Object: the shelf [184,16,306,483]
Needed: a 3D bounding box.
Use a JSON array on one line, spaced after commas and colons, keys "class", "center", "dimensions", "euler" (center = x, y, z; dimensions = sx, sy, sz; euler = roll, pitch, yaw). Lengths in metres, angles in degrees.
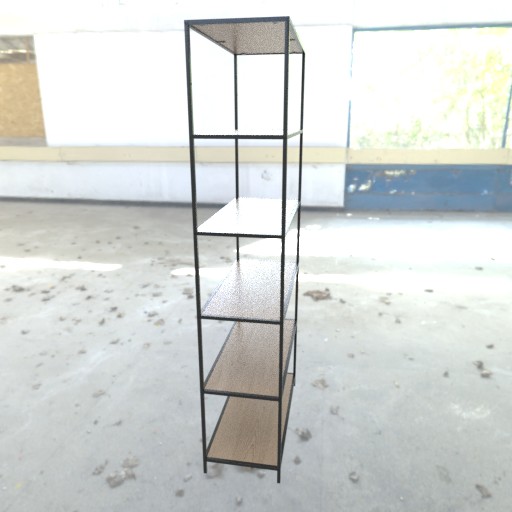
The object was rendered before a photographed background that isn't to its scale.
[{"class": "shelf", "center": [0.000, 0.000, 2.072], "dimensions": [0.350, 1.850, 0.770], "euler": [3, 18, 9]}]
